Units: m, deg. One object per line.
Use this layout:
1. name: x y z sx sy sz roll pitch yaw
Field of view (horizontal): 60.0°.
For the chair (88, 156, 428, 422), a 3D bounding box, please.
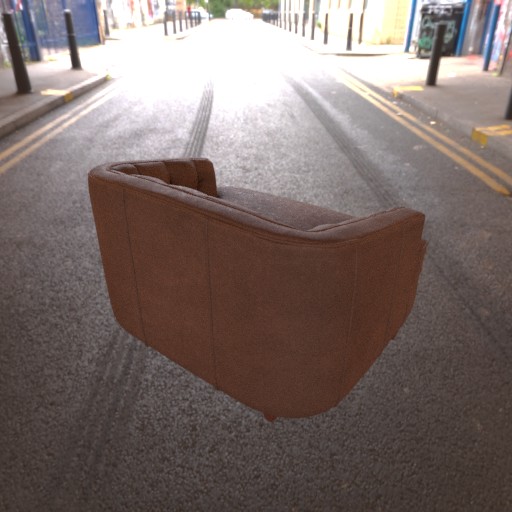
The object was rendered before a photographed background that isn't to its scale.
1. chair: 0.000 0.000 1.764 1.118 0.787 0.914 20 35 32
